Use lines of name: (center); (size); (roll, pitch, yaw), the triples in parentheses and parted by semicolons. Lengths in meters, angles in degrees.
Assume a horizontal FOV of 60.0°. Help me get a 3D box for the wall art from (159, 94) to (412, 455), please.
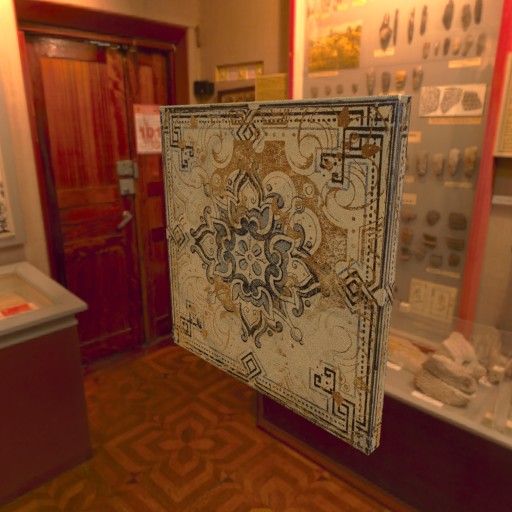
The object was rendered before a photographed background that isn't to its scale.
wall art: (0.000, 0.000, 0.923); (0.036, 0.607, 0.609); (-16, 23, -42)
